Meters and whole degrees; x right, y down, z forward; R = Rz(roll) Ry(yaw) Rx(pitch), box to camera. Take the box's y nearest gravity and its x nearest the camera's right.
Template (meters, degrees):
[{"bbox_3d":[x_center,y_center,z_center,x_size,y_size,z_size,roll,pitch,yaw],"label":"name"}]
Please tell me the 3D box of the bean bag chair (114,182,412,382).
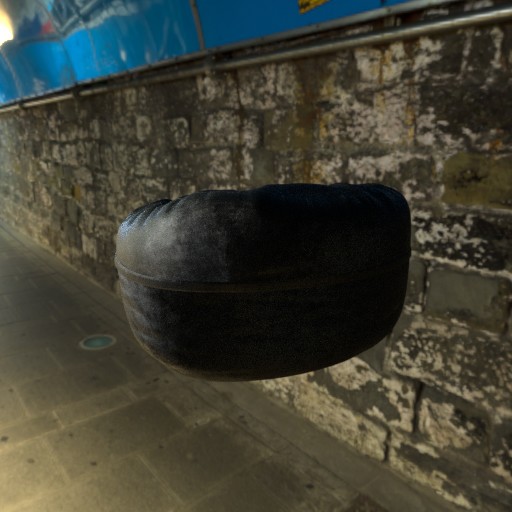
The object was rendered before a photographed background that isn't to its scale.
[{"bbox_3d":[0.000,0.000,2.438,1.524,0.878,1.524,-7,16,-25],"label":"bean bag chair"}]
